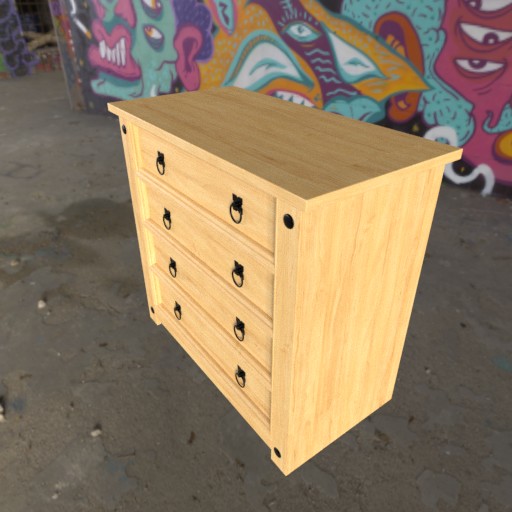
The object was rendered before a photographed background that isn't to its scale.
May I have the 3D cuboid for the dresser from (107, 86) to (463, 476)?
[{"bbox_3d":[0.000,0.000,1.221,0.410,0.730,0.800,-21,37,-31],"label":"dresser"}]
